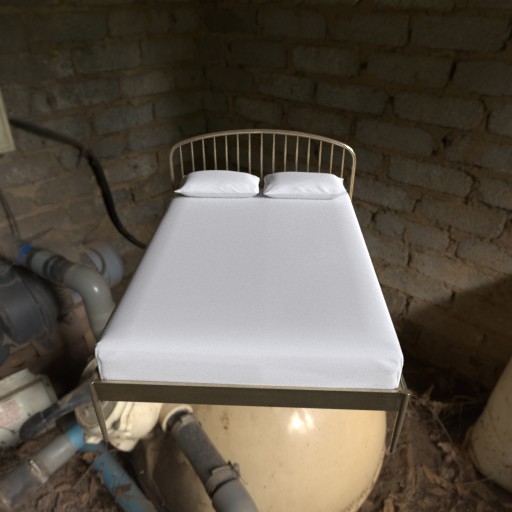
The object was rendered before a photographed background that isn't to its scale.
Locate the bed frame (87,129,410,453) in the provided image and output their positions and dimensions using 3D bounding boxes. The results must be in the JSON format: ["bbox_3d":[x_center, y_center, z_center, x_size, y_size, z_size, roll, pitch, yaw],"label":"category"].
[{"bbox_3d":[0.000,0.000,3.051,1.612,1.175,2.152,1,31,2],"label":"bed frame"}]
